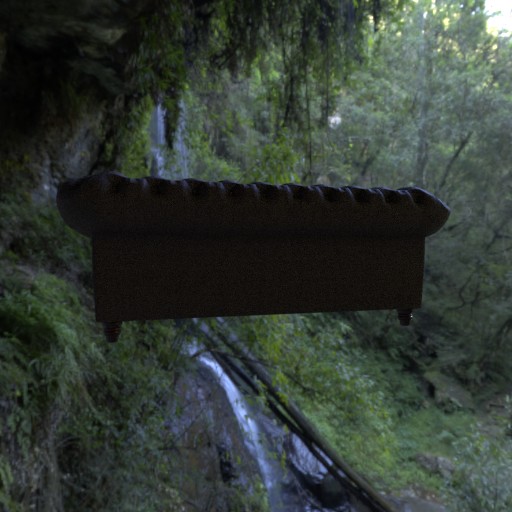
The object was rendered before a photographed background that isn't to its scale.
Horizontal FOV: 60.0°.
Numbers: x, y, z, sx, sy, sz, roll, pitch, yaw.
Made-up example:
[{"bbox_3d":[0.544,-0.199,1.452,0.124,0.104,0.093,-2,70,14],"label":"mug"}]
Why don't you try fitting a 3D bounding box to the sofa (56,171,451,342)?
[{"bbox_3d":[0.000,0.000,2.554,2.048,0.780,0.944,0,1,-17],"label":"sofa"}]
